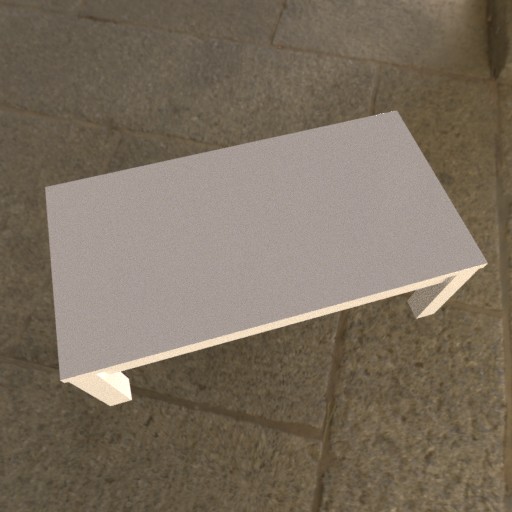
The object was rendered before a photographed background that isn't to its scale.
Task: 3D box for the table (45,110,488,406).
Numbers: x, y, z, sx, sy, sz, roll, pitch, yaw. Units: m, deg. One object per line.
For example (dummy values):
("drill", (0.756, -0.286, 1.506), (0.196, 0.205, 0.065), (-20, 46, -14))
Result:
("table", (0.000, 0.000, 1.702), (1.350, 0.470, 0.700), (-14, 63, -7))
